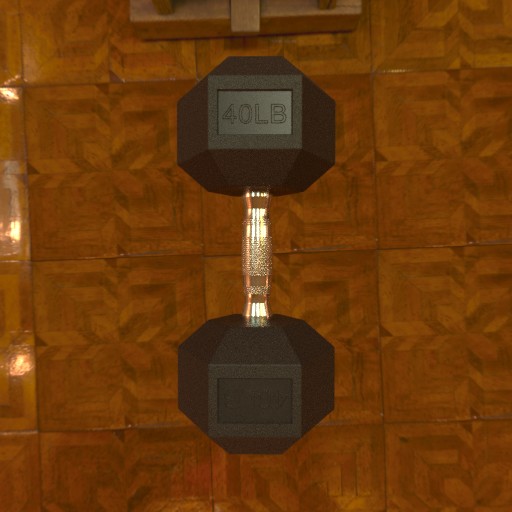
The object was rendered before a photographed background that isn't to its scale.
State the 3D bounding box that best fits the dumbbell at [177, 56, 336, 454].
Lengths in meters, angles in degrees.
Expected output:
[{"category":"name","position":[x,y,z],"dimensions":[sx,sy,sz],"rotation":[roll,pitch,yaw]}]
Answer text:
[{"category":"dumbbell","position":[0.000,0.000,0.443],"dimensions":[0.157,0.137,0.361],"rotation":[0,91,1]}]
